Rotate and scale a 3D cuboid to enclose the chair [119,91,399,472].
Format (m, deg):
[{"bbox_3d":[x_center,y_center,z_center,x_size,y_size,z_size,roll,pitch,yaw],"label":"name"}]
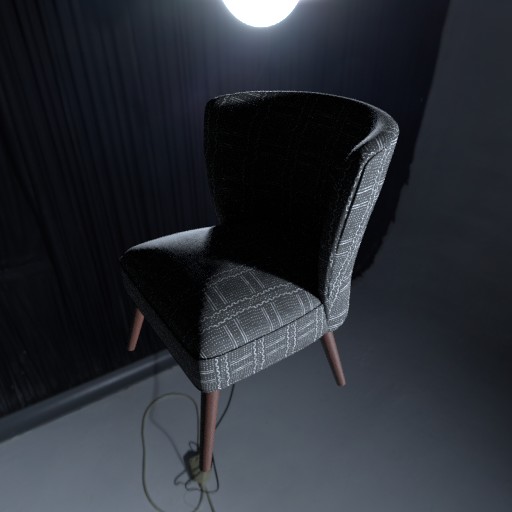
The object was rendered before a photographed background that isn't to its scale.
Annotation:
[{"bbox_3d":[0.000,0.000,1.390,0.758,0.866,0.710,-19,37,-29],"label":"chair"}]
